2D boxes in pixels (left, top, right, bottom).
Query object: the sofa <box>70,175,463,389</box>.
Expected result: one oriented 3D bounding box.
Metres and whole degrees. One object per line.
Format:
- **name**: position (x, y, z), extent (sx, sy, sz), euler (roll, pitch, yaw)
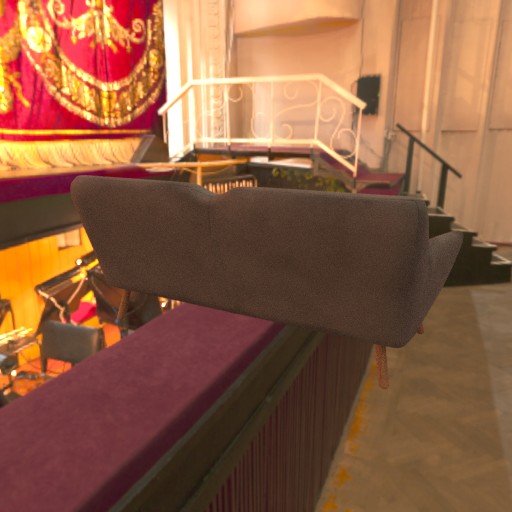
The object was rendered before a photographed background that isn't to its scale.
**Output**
- **sofa**: position (0.000, 0.000, 2.276), extent (1.870, 0.810, 0.850), euler (8, 18, 27)
